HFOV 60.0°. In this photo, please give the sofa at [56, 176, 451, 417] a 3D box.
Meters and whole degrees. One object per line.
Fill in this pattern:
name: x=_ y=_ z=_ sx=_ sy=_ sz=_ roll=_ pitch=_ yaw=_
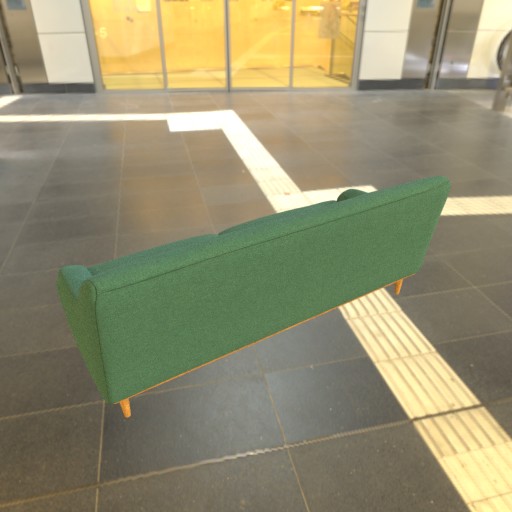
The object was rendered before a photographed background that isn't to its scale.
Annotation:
sofa: x=0.000 y=0.000 z=2.548 sx=2.057 sy=0.871 sz=0.978 roll=-18 pitch=35 yaw=-28
